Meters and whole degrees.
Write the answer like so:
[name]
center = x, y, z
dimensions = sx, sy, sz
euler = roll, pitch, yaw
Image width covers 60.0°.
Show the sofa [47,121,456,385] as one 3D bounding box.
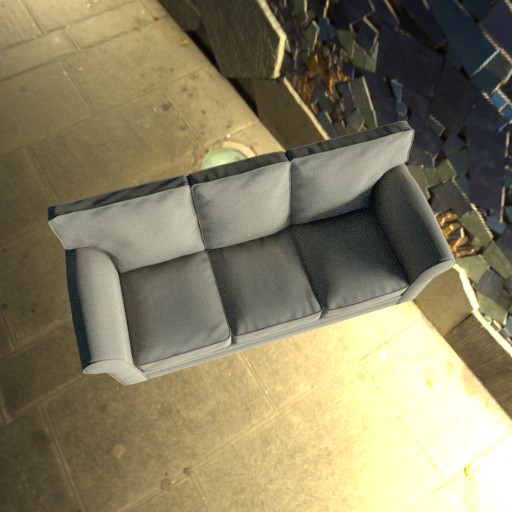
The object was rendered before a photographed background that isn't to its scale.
[sofa]
center = 0.000, 0.000, 2.635
dimensions = 2.084, 0.961, 0.916
euler = -15, 64, -7
